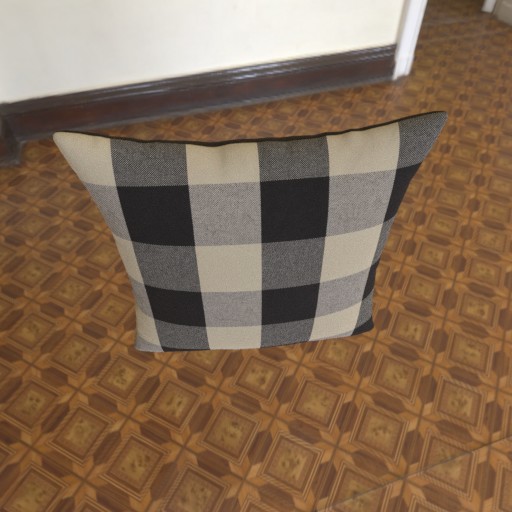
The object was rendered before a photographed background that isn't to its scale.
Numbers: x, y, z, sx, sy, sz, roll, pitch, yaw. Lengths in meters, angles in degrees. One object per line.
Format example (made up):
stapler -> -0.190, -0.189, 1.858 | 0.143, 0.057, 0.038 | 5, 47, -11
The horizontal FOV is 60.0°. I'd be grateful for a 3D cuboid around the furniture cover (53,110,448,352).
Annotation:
furniture cover -> 0.000, 0.000, 0.754 | 0.511, 0.509, 0.161 | -4, 48, -4
